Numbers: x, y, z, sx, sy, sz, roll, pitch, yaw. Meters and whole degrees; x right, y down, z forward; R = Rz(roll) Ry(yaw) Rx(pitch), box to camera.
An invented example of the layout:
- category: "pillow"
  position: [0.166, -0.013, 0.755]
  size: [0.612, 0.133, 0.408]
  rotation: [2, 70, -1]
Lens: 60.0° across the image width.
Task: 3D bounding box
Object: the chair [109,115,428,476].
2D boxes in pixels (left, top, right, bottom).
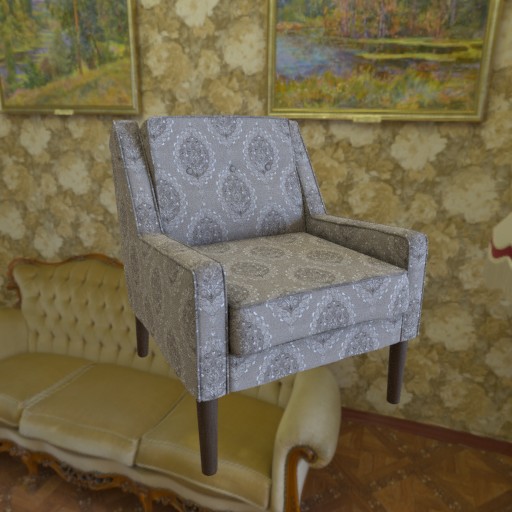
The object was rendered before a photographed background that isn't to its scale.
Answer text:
- category: "chair"
  position: [0.000, 0.000, 1.306]
  size: [0.665, 0.797, 0.750]
  rotation: [-9, 19, -27]
